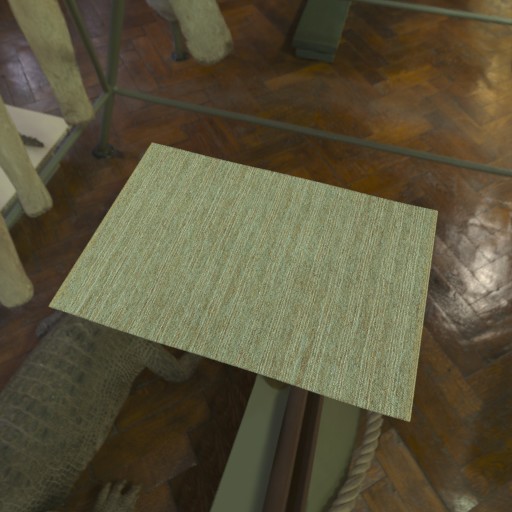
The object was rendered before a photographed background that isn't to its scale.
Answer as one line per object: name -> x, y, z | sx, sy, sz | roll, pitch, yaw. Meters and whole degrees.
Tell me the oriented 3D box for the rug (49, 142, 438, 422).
rug -> 0.000, 0.000, 2.415 | 1.824, 0.010, 1.240 | 15, 59, 9
